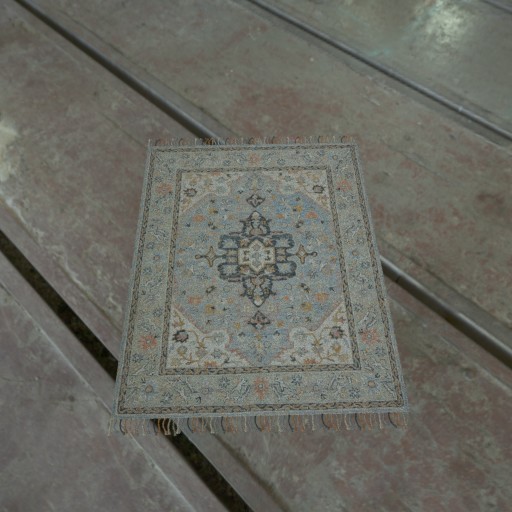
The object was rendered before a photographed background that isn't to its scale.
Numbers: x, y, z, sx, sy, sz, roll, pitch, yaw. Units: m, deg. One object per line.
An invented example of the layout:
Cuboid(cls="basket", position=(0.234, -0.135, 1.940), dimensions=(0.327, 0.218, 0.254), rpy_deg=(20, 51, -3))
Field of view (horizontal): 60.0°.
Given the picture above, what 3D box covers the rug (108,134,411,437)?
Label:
Cuboid(cls="rug", position=(0.000, 0.000, 4.269), dimensions=(2.379, 0.011, 3.221), rpy_deg=(-1, 59, -1))
